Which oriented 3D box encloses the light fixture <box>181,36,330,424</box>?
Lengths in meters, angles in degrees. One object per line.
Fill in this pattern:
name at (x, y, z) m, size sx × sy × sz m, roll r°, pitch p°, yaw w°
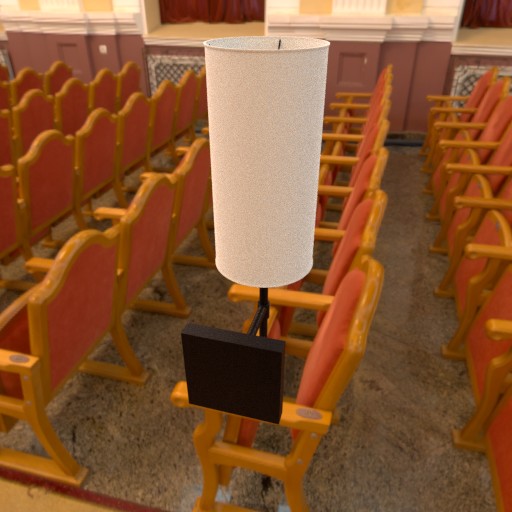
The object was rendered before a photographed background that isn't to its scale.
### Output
light fixture at (0.000, 0.000, 0.538) m, size 0.128 × 0.462 × 0.208 m, roll 8°, pitch 32°, yaw 13°
